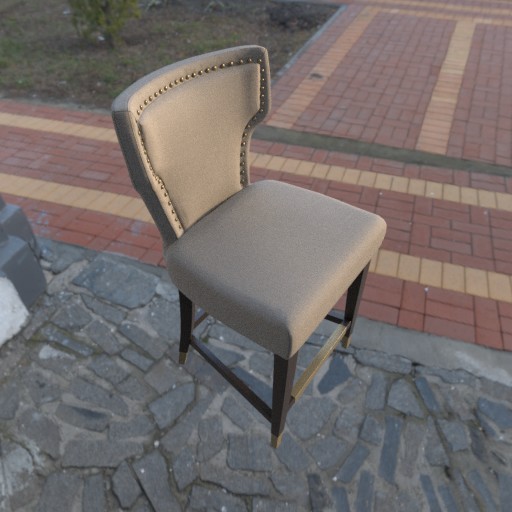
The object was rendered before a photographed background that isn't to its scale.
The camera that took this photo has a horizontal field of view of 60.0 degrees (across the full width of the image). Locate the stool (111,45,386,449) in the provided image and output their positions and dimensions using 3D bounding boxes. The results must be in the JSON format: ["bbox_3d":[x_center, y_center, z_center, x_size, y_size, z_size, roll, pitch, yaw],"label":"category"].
[{"bbox_3d":[0.000,0.000,1.285,0.563,0.982,0.527,26,48,26],"label":"stool"}]
